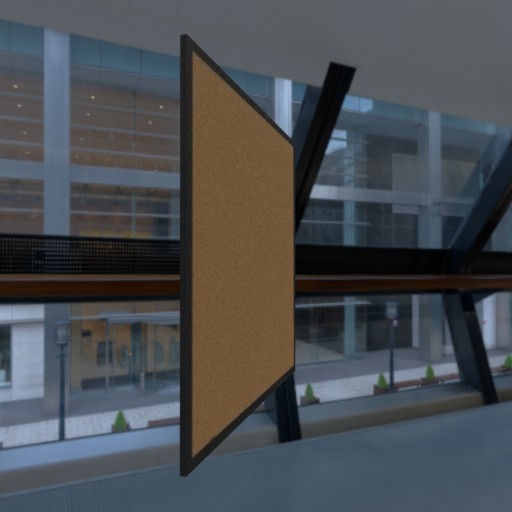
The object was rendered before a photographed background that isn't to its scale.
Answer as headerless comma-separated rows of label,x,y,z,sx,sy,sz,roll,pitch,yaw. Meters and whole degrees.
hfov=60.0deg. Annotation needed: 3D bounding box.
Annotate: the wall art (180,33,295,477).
wall art,0.000,0.000,1.214,0.013,0.823,0.823,0,0,19
